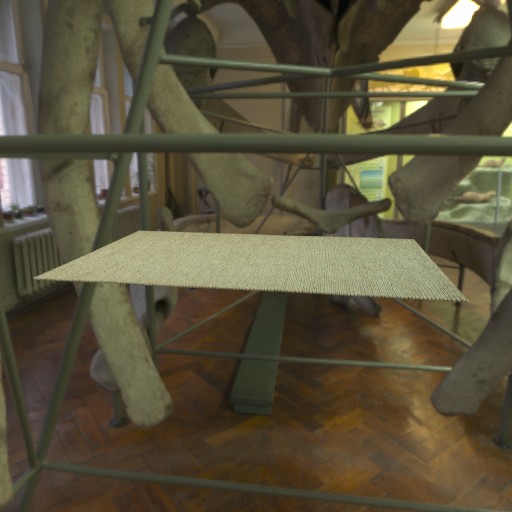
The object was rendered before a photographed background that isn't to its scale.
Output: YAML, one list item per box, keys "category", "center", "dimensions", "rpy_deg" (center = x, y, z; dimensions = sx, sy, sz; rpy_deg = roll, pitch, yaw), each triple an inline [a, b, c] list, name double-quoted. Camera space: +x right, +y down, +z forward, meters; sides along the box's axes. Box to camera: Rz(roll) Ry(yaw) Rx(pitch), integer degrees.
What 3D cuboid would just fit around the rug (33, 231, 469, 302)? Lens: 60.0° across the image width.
- category: "rug"
  center: [0.000, 0.000, 3.173]
  dimensions: [2.439, 0.011, 1.533]
  rpy_deg: [2, 14, 9]
